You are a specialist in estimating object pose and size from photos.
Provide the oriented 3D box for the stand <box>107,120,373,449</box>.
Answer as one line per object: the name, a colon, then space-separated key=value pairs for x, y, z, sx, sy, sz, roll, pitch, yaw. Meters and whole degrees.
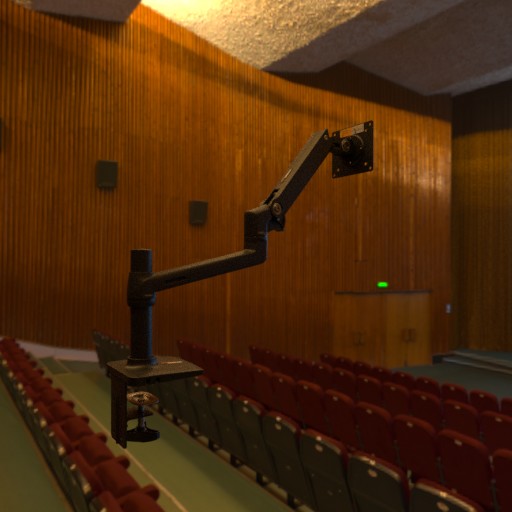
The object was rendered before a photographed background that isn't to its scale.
stand: x=0.000 y=0.000 z=1.023 sx=0.650 sy=0.713 sz=0.152 roll=0 pitch=0 yaw=-36
